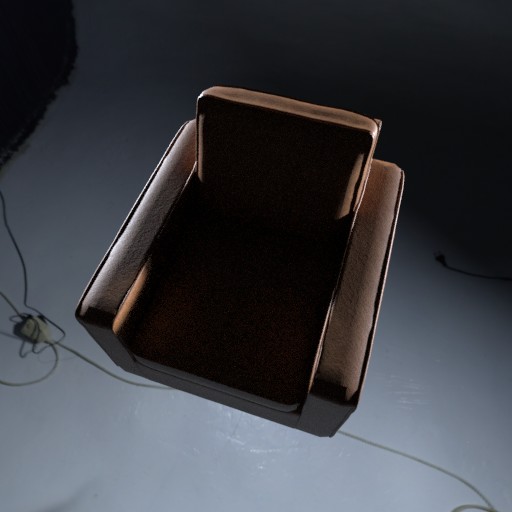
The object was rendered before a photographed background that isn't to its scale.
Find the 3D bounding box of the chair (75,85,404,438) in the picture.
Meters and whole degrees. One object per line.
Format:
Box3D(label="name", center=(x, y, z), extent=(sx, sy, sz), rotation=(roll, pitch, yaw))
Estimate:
Box3D(label="chair", center=(0.000, 0.000, 1.711), extent=(0.987, 0.901, 1.027), rotation=(13, 60, 8))
